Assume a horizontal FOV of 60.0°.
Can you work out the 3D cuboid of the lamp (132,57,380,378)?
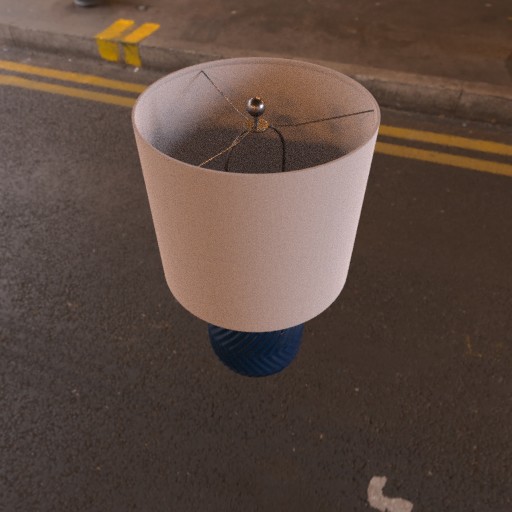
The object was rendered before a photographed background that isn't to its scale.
[{"bbox_3d":[0.000,0.000,0.495,0.203,0.368,0.203,-24,50,-22],"label":"lamp"}]
